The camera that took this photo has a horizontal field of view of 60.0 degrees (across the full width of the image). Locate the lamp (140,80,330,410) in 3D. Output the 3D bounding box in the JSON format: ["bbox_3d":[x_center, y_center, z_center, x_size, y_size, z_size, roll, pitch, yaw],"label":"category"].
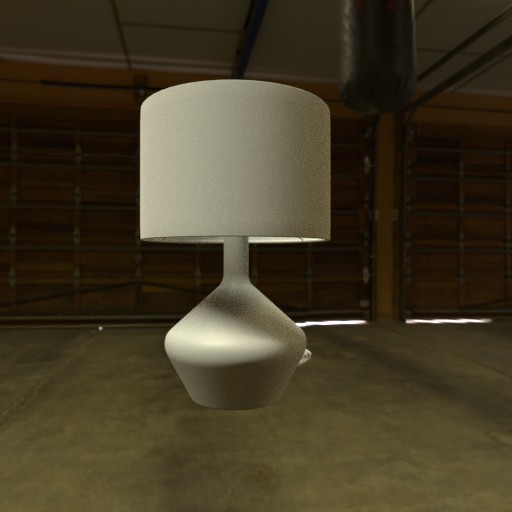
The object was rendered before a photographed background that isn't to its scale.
[{"bbox_3d":[0.000,0.000,0.853,0.401,0.457,0.546,0,0,36],"label":"lamp"}]
